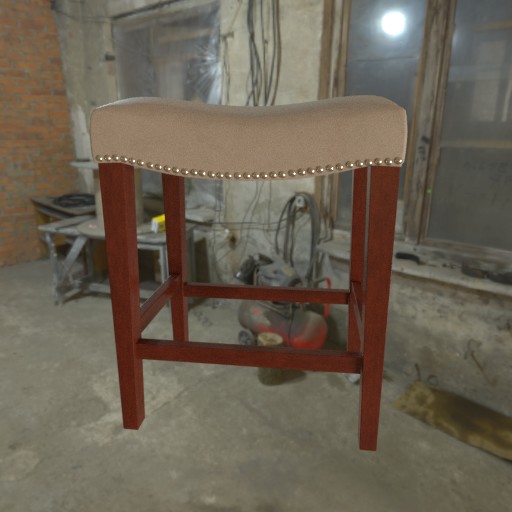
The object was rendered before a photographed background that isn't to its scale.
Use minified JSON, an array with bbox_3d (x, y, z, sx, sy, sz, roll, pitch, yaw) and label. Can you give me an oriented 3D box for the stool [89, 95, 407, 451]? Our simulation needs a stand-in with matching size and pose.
[{"bbox_3d":[0.000,0.000,0.936,0.509,0.632,0.375,2,17,7],"label":"stool"}]
